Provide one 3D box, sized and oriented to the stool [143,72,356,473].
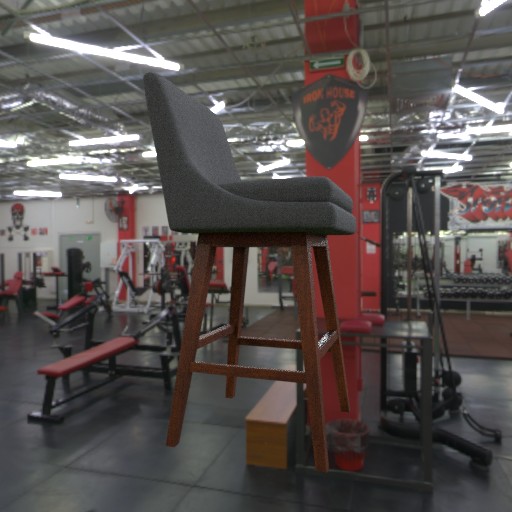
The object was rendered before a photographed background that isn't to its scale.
[{"bbox_3d":[0.000,0.000,1.272,0.524,0.977,0.447,0,1,19],"label":"stool"}]
